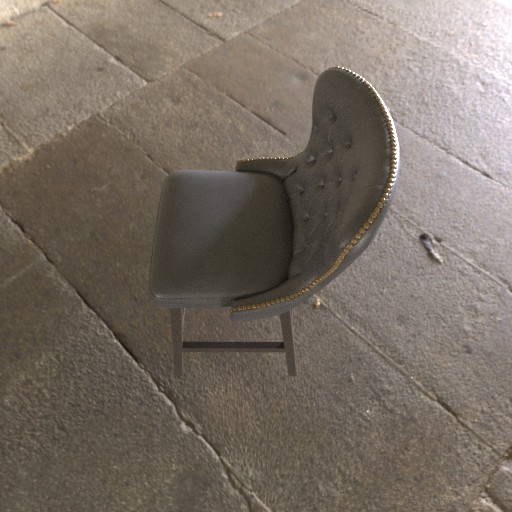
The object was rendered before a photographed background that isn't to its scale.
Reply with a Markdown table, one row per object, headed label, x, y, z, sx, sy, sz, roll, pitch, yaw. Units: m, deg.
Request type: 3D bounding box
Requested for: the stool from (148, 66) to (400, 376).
| label | x | y | z | sx | sy | sz | roll | pitch | yaw |
| --- | --- | --- | --- | --- | --- | --- | --- | --- | --- |
| stool | 0.000 | 0.000 | 1.320 | 0.593 | 0.971 | 0.528 | 0 | 58 | 0 |
